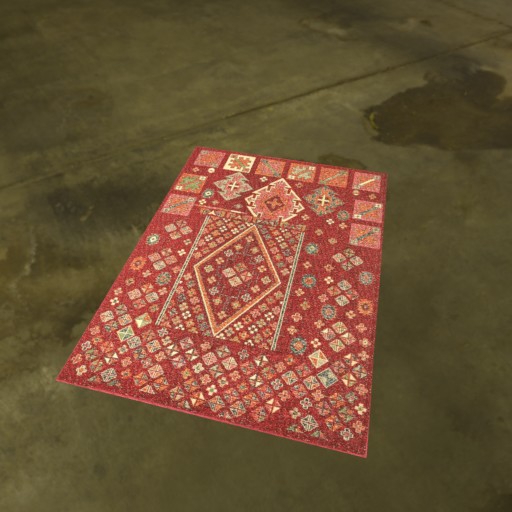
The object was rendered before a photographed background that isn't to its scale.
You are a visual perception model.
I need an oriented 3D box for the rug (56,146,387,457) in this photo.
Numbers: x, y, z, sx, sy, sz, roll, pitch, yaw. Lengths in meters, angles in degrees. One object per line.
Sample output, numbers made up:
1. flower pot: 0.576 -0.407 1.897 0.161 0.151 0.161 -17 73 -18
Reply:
1. rug: 0.000 0.000 2.866 1.579 0.007 2.184 10 48 9
